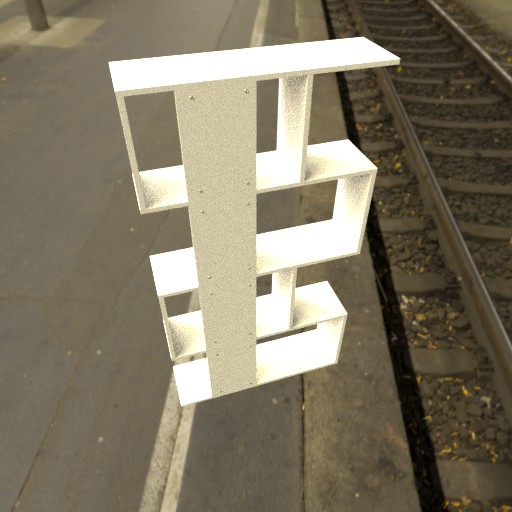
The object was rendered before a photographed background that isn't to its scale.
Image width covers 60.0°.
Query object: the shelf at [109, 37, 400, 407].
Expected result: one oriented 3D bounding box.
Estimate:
[{"bbox_3d":[0.000,0.000,1.949,0.890,1.650,0.250,-12,43,-13],"label":"shelf"}]
